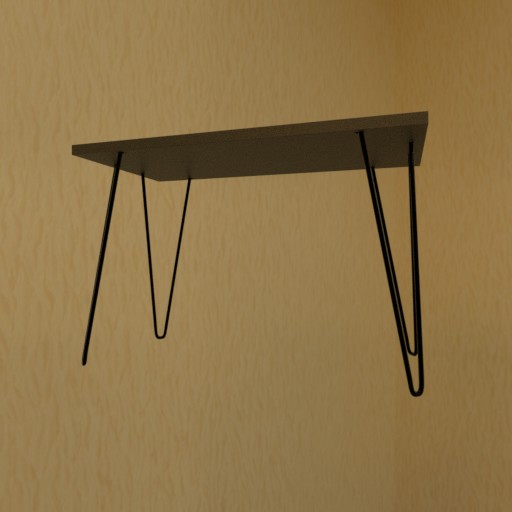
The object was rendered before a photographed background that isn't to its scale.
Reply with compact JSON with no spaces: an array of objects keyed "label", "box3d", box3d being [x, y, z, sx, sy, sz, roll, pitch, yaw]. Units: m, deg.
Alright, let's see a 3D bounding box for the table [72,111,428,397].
[{"label":"table","box3d":[0.000,0.000,1.400,0.991,0.660,0.499,0,0,18]}]
